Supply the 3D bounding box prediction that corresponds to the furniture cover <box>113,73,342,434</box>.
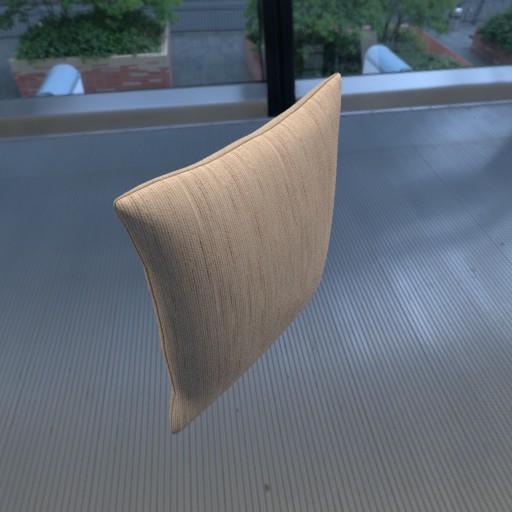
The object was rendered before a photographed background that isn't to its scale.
[{"bbox_3d":[0.000,0.000,0.794,0.178,0.506,0.512,26,48,27],"label":"furniture cover"}]
